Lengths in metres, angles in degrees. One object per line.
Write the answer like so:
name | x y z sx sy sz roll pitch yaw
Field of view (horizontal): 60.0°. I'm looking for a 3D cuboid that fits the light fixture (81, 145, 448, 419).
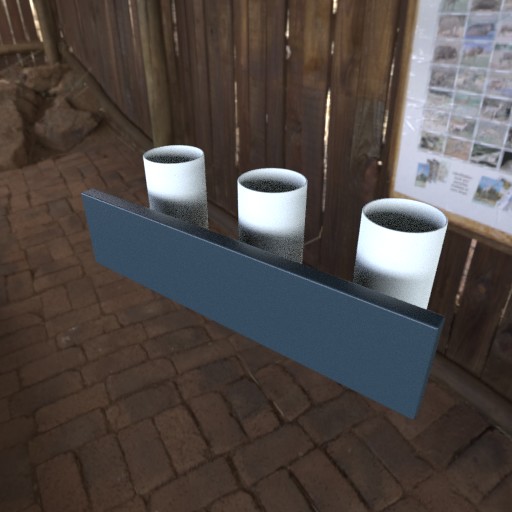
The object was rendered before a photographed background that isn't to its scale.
light fixture | 0.000 0.000 0.528 0.451 0.172 0.145 21 36 31
